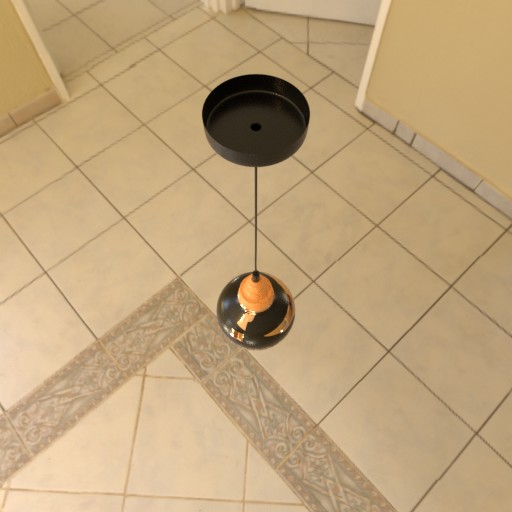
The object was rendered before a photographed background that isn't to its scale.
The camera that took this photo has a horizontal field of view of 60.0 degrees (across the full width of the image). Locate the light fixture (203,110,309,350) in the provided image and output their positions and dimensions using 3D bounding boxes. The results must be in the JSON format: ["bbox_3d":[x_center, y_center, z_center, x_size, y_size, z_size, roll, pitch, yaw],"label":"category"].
[{"bbox_3d":[0.000,0.000,1.842,0.430,1.606,0.430,35,68,16],"label":"light fixture"}]
